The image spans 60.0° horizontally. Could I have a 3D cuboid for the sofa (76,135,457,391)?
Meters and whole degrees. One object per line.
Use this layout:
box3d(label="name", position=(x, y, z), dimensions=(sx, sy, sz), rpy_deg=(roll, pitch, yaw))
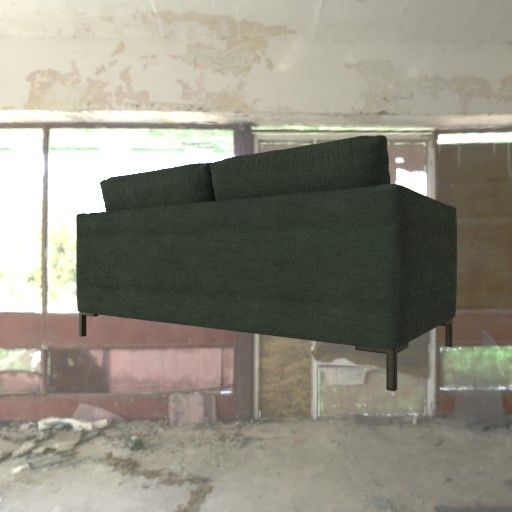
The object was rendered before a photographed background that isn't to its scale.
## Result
box3d(label="sofa", position=(0.000, 0.000, 2.138), dimensions=(1.676, 0.817, 0.875), rpy_deg=(0, 0, 35))
